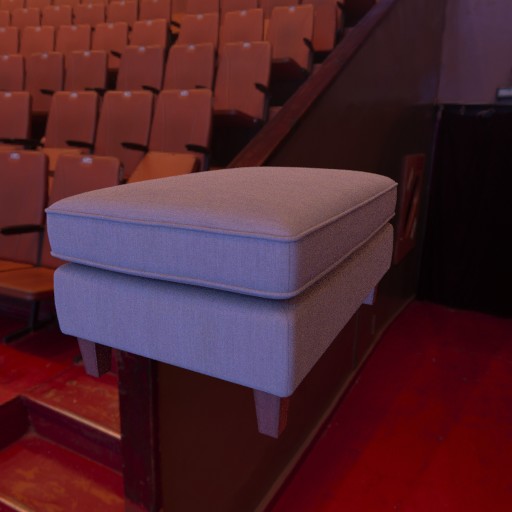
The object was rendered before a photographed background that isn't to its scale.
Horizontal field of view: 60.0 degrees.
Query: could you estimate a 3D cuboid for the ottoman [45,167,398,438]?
[{"bbox_3d":[0.000,0.000,1.295,0.636,0.480,0.941,8,18,26],"label":"ottoman"}]
